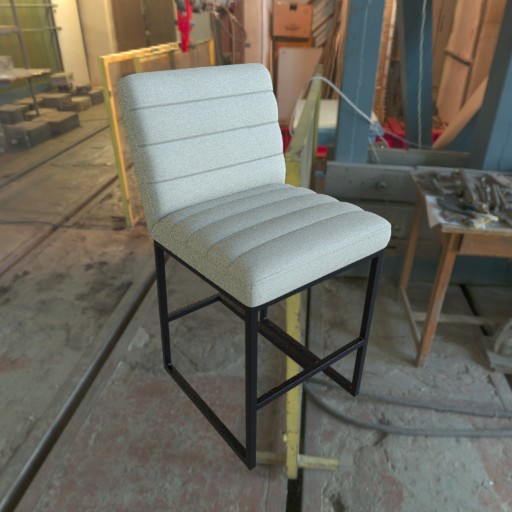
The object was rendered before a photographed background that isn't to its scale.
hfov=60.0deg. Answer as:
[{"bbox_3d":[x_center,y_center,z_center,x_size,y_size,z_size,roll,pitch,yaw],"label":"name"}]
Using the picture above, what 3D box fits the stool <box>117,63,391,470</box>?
[{"bbox_3d":[0.000,0.000,1.245,0.460,0.940,0.560,-21,36,-32],"label":"stool"}]
